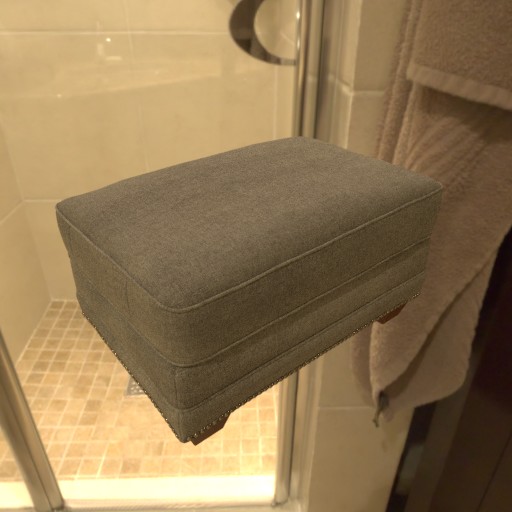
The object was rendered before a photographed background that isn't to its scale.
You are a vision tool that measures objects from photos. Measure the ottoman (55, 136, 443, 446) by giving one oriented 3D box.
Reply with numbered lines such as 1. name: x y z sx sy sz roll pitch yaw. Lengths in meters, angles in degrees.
1. ottoman: 0.000 0.000 1.148 0.813 0.457 0.561 -22 37 -33
